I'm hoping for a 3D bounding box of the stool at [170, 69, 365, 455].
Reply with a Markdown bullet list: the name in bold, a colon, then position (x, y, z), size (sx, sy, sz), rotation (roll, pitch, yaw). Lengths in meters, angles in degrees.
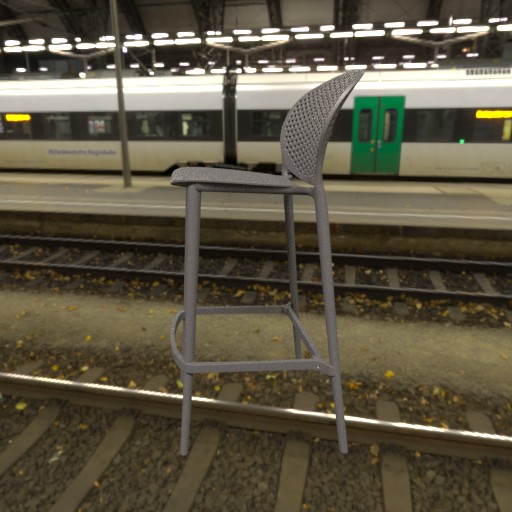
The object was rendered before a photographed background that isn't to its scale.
- **stool**: position (0.000, 0.000, 1.343), size (0.535, 1.045, 0.536), rotation (-3, 16, -9)
